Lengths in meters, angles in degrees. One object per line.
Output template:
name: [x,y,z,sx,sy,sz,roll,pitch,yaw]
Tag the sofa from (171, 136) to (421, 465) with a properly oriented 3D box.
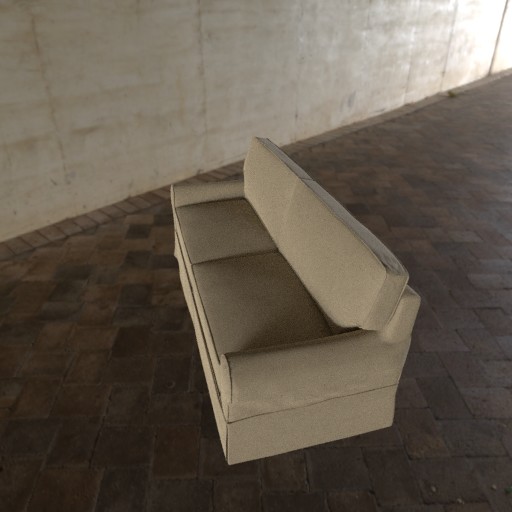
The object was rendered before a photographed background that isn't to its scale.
sofa: [0.000,0.000,2.820,0.900,1.014,2.246,-8,31,-13]
